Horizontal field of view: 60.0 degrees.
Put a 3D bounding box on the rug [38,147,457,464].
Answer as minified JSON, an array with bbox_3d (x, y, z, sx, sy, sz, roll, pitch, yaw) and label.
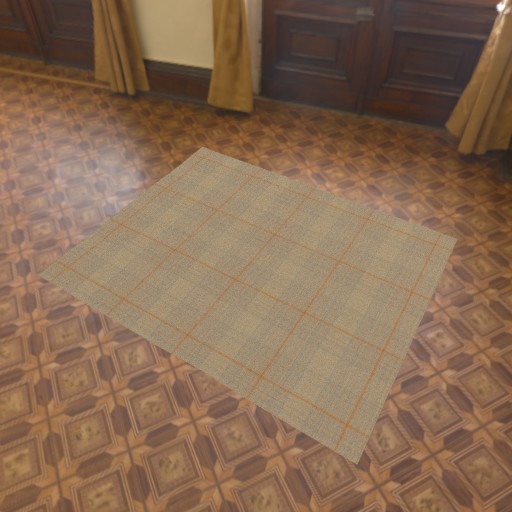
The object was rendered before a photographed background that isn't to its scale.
[{"bbox_3d":[0.000,0.000,4.102,3.051,0.021,2.448,24,51,22],"label":"rug"}]
